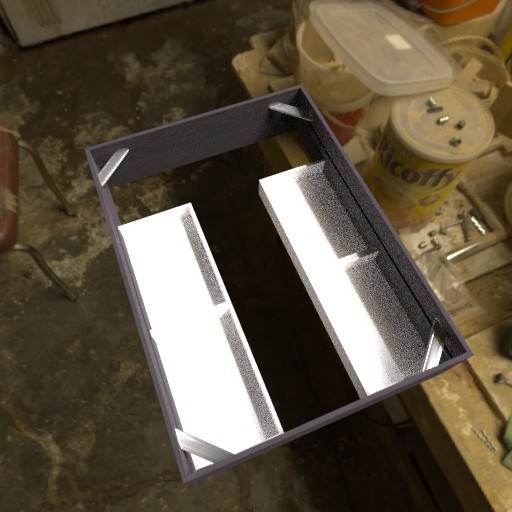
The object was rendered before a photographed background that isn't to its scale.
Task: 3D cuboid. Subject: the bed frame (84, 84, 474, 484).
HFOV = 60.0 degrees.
[{"bbox_3d":[0.000,0.000,2.567,1.448,0.459,1.944,-20,65,-10],"label":"bed frame"}]
